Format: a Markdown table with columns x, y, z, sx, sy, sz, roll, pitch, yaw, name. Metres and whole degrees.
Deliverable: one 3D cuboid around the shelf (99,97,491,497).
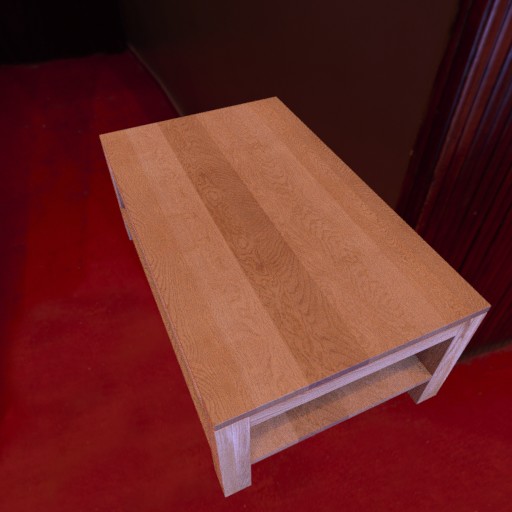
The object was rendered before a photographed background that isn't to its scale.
| x | y | z | sx | sy | sz | roll | pitch | yaw | name |
| --- | --- | --- | --- | --- | --- | --- | --- | --- | --- |
| 0.000 | 0.000 | 1.471 | 0.700 | 0.450 | 1.150 | -18 | 49 | -17 | shelf |
